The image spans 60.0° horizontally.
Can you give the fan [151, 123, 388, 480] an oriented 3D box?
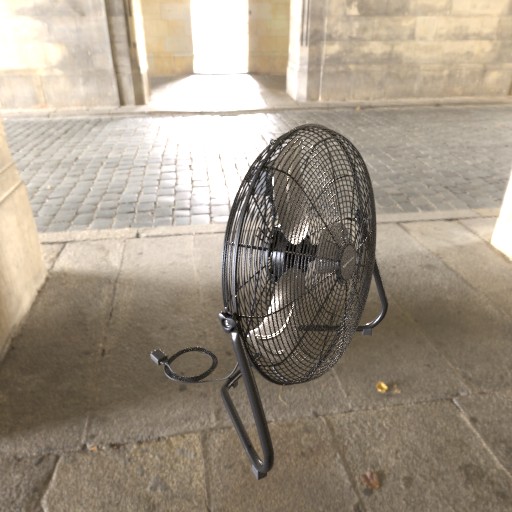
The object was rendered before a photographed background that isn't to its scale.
[{"bbox_3d":[0.000,0.000,1.011,0.470,0.605,0.595,18,32,30],"label":"fan"}]
